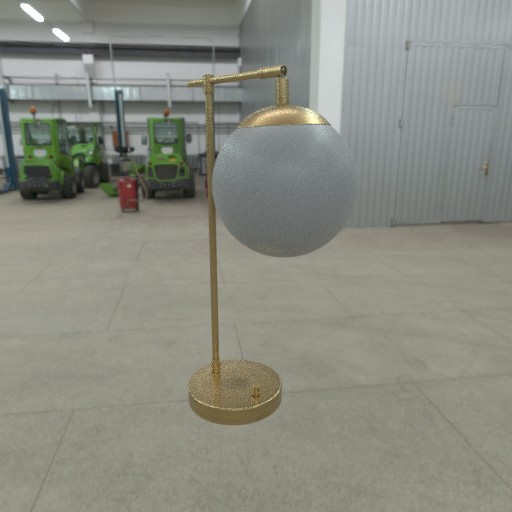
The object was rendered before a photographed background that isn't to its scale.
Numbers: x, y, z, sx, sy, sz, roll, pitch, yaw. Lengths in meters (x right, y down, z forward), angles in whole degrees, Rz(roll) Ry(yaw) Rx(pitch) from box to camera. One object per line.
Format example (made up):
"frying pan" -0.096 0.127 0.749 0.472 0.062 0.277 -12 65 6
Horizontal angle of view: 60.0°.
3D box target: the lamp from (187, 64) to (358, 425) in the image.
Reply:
"lamp" 0.000 0.000 0.706 0.207 0.559 0.324 -14 20 -42
